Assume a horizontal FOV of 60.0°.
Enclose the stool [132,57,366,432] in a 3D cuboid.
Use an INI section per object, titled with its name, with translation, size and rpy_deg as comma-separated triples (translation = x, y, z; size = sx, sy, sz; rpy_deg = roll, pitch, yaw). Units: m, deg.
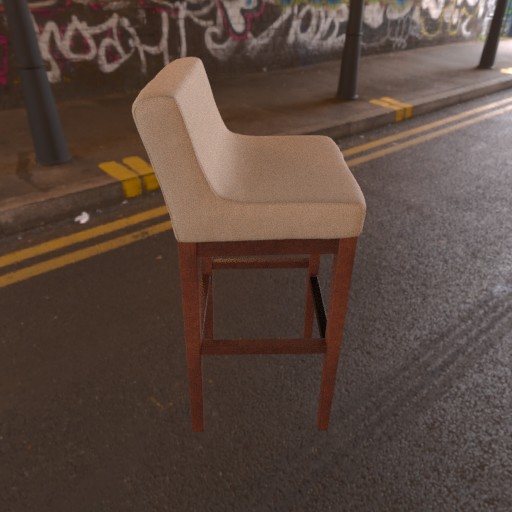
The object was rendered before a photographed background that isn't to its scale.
[stool]
translation = 0.000, 0.000, 1.324
size = 0.500, 1.037, 0.511
rpy_deg = 0, 32, -1
